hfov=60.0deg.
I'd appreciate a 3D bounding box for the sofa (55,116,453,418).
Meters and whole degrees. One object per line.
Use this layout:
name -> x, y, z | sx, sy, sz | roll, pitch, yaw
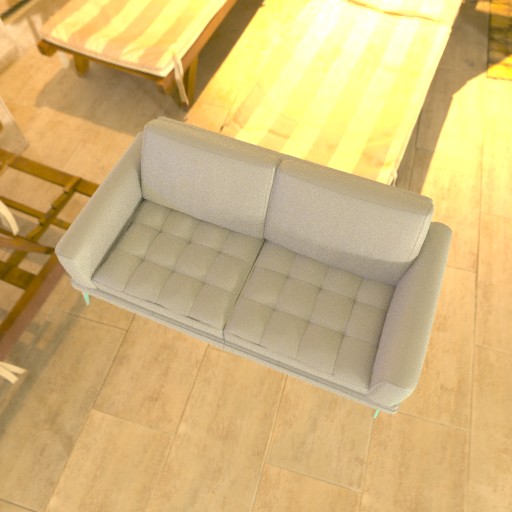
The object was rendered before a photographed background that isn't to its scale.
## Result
sofa -> 0.000, 0.000, 2.727 | 2.177, 0.930, 1.121 | 19, 62, 11
